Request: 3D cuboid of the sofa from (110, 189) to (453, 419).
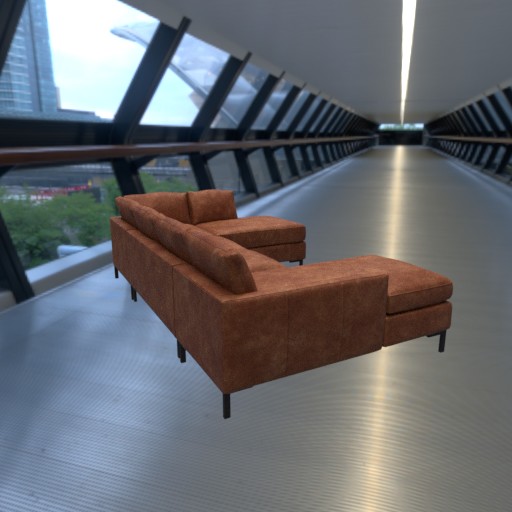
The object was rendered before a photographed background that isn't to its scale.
[{"bbox_3d":[0.000,0.000,3.855,1.939,0.900,2.956,-7,16,-27],"label":"sofa"}]
